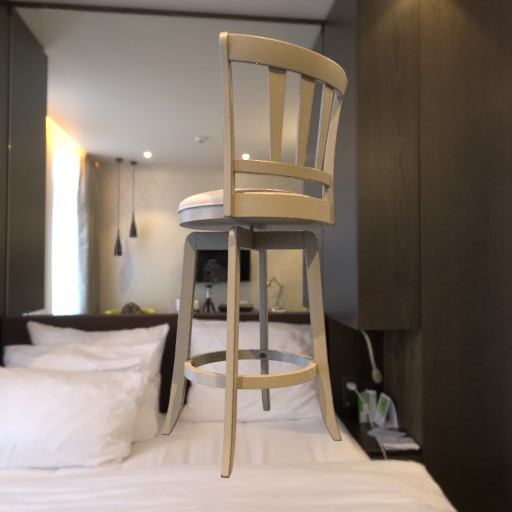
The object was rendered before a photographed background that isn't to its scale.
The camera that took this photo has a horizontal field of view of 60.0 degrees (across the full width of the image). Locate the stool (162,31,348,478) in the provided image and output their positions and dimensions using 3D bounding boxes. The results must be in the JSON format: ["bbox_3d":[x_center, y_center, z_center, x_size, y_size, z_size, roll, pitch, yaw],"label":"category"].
[{"bbox_3d":[0.000,0.000,1.272,0.436,1.042,0.475,1,-2,-36],"label":"stool"}]
